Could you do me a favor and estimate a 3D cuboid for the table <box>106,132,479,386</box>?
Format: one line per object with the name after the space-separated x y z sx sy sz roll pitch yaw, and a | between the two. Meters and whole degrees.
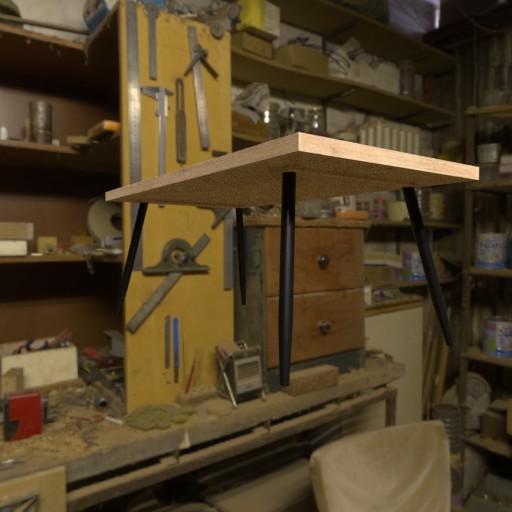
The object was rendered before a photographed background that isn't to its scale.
0.000 0.000 2.299 0.991 0.762 1.803 -1 2 -36 | table
